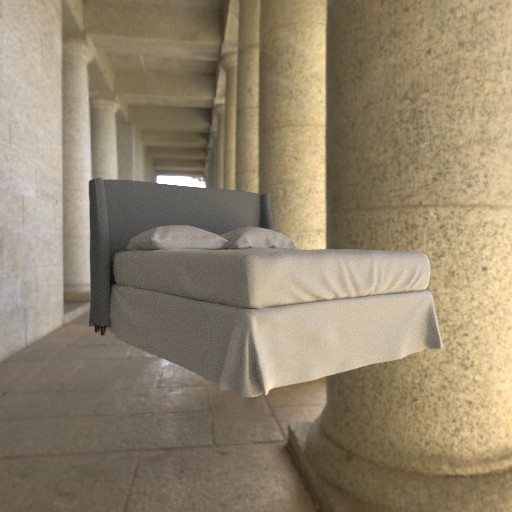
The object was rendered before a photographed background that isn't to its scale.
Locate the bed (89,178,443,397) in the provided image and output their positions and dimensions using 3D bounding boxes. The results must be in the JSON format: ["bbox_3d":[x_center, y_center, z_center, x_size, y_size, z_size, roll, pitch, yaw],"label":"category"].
[{"bbox_3d":[0.000,0.000,3.491,1.925,1.332,2.276,-1,1,-37],"label":"bed"}]
